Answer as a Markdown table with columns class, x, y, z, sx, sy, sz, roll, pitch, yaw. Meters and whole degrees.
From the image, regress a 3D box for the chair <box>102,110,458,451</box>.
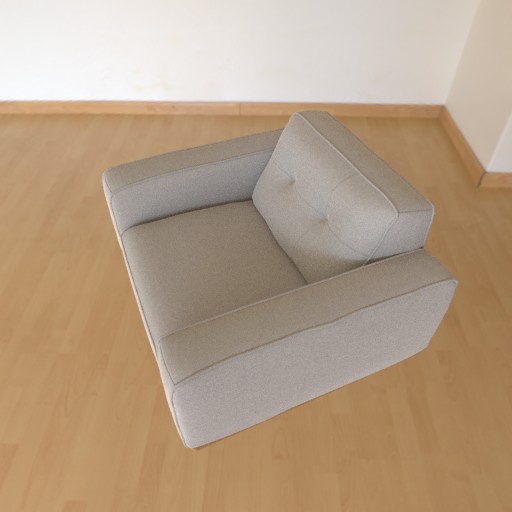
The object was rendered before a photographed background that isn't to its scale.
| class | x | y | z | sx | sy | sz | roll | pitch | yaw |
| --- | --- | --- | --- | --- | --- | --- | --- | --- | --- |
| chair | 0.000 | 0.000 | 1.729 | 0.953 | 0.779 | 1.115 | -17 | 47 | -16 |
